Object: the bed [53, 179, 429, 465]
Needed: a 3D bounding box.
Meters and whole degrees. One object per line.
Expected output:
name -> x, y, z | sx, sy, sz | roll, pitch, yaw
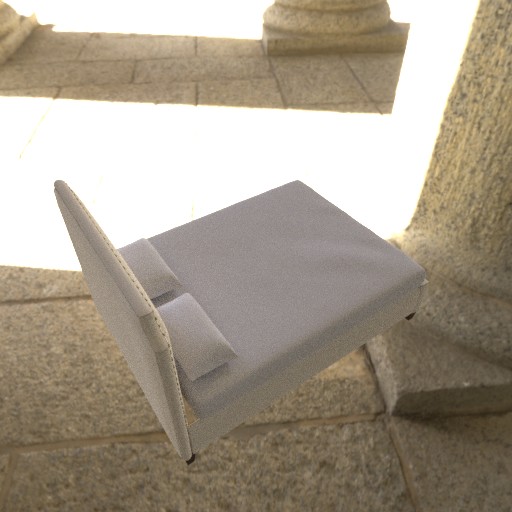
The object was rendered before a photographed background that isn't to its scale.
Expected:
bed -> 0.000, 0.000, 3.501 | 2.372, 1.497, 1.712 | -25, 48, -25
